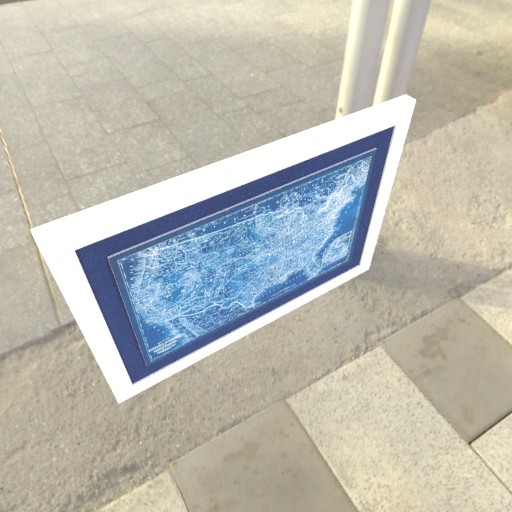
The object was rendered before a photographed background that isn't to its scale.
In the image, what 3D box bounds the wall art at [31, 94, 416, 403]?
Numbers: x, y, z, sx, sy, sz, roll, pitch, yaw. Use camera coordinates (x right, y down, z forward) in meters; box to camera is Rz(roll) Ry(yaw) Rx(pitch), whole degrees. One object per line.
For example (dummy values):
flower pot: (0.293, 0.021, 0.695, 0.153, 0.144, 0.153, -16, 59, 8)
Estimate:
wall art: (0.000, 0.000, 1.665, 1.308, 0.902, 0.051, -25, 52, -22)
